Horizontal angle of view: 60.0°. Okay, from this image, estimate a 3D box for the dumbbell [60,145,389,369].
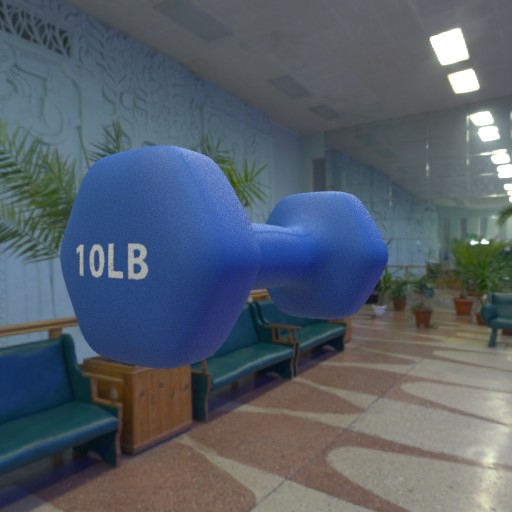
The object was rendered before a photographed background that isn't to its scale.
[{"bbox_3d":[0.000,0.000,0.264,0.103,0.093,0.212,0,1,35],"label":"dumbbell"}]
